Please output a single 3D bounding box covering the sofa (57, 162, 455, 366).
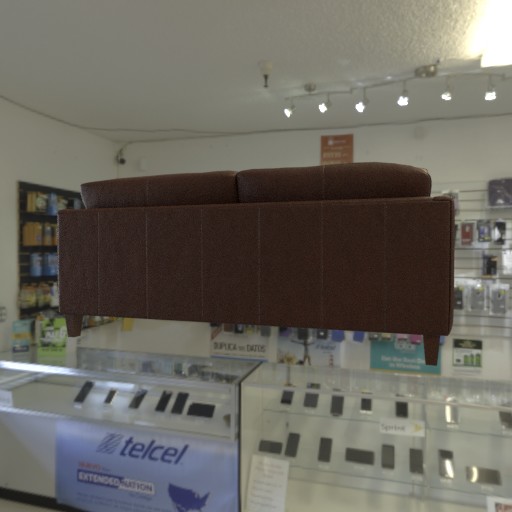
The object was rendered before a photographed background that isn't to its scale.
[{"bbox_3d":[0.000,0.000,2.485,1.971,0.863,0.923,0,1,19],"label":"sofa"}]
